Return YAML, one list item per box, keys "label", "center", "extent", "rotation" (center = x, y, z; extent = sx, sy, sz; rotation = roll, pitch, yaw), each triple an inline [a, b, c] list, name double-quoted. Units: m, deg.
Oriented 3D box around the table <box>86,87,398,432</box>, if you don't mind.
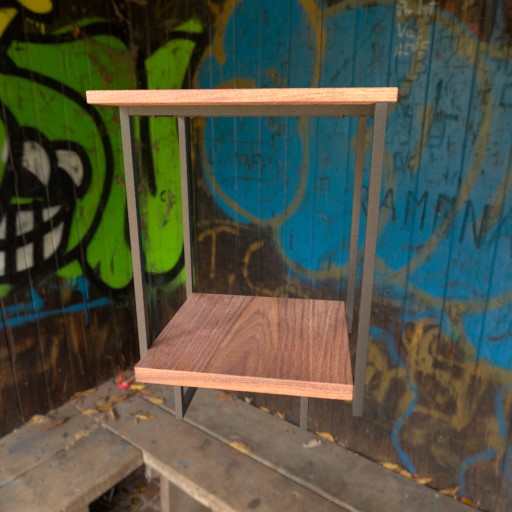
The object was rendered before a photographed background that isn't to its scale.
- label: "table"
  center: [0.000, 0.000, 0.837]
  extent: [0.411, 0.567, 0.384]
  rotation: [2, 17, 8]
